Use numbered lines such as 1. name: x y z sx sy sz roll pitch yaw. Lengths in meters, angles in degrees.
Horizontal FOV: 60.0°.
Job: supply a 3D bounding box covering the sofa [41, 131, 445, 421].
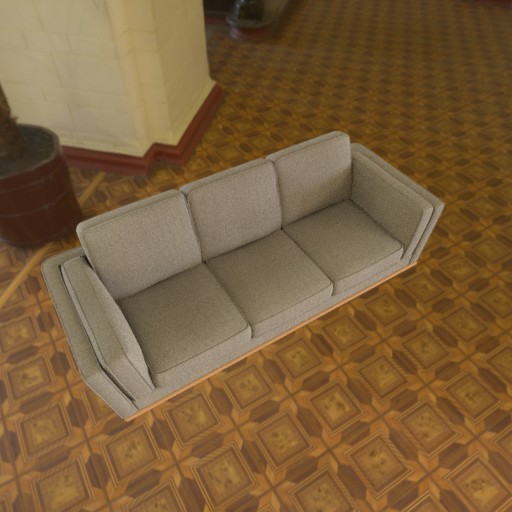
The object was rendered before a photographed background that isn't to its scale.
1. sofa: 0.000 0.000 2.832 2.362 0.899 0.903 -24 51 -21
